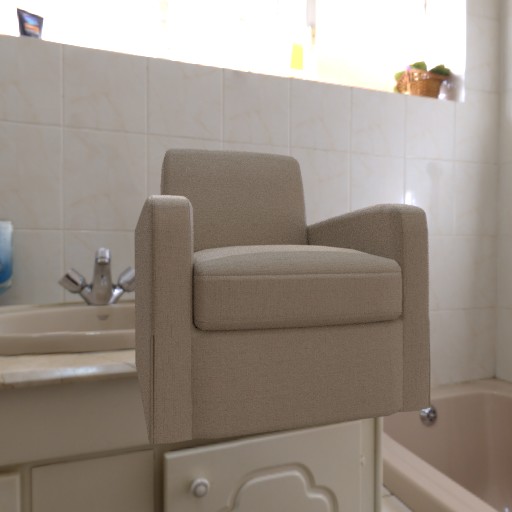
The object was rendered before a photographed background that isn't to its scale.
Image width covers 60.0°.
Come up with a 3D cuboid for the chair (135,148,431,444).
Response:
[{"bbox_3d":[0.000,0.000,1.478,0.755,0.827,0.888,0,1,-18],"label":"chair"}]
